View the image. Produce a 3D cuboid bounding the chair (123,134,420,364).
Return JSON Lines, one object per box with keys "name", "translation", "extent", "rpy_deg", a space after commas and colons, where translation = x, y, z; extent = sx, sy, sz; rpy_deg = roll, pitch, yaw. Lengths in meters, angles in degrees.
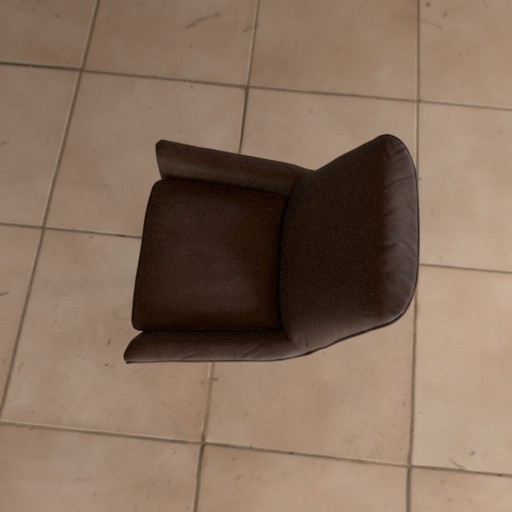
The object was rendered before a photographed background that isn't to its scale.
{"name": "chair", "translation": [0.000, 0.000, 1.525], "extent": [0.824, 0.888, 0.787], "rpy_deg": [5, 76, 1]}
